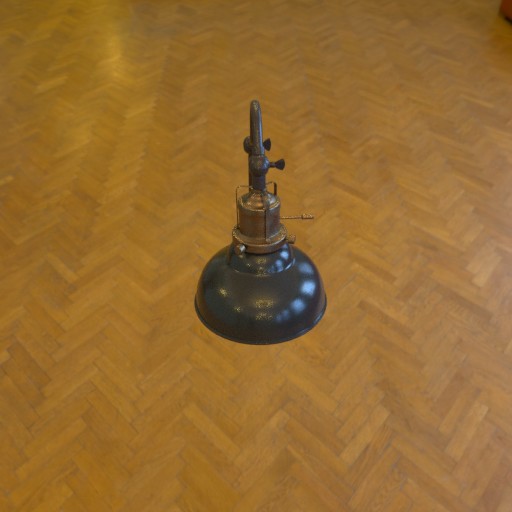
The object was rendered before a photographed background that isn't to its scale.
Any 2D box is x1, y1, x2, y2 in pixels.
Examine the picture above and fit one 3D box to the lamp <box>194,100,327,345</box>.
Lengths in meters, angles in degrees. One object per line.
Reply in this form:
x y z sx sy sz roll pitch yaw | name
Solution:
0.000 0.000 0.696 0.192 0.508 0.374 -3 48 -2 | lamp
